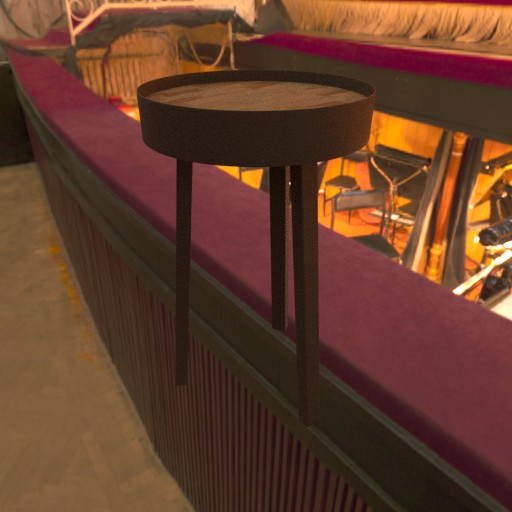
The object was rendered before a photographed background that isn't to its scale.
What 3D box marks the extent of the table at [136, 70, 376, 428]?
[{"bbox_3d":[0.000,0.000,0.944,0.406,0.686,0.406,-21,36,-32],"label":"table"}]
